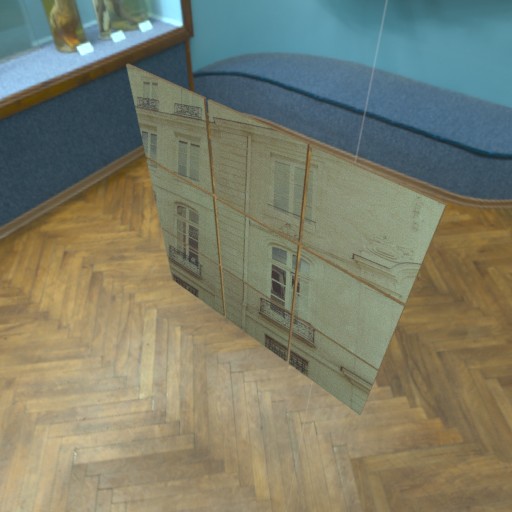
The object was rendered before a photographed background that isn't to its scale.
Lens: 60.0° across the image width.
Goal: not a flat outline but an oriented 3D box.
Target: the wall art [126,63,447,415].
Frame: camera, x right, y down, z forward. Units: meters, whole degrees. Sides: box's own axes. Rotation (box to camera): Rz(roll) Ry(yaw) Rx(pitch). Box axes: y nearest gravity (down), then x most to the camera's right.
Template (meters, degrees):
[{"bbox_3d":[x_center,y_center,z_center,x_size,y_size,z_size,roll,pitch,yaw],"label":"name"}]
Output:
[{"bbox_3d":[0.000,0.000,2.244,1.526,1.522,0.023,32,55,26],"label":"wall art"}]
